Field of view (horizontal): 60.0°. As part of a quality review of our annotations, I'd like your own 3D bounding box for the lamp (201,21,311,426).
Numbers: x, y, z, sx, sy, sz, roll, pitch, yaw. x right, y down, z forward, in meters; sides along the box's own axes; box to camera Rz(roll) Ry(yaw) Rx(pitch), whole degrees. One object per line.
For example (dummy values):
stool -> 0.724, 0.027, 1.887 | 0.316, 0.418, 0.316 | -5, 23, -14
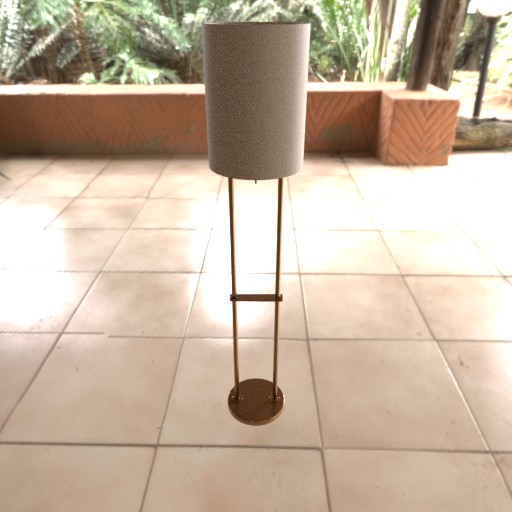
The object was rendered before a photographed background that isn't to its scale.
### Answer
lamp -> 0.000, 0.000, 1.612 | 0.306, 1.500, 0.305 | 0, 29, 0
